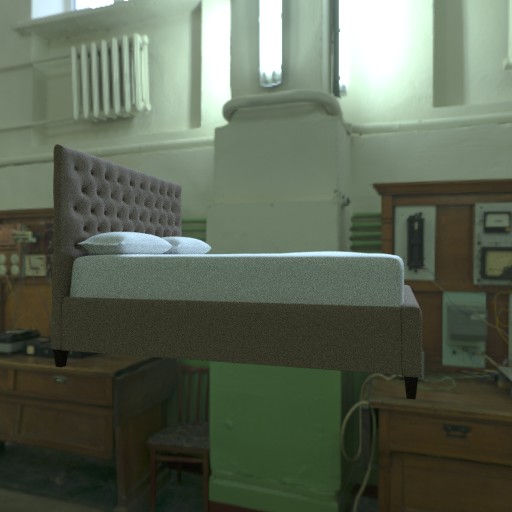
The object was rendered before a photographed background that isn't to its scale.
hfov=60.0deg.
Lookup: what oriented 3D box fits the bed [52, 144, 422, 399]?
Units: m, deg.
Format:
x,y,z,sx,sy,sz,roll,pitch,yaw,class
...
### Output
x,y,z,sx,sy,sz,roll,pitch,yaw,class
0.000,0.000,3.291,2.233,1.426,1.696,0,0,18,bed
